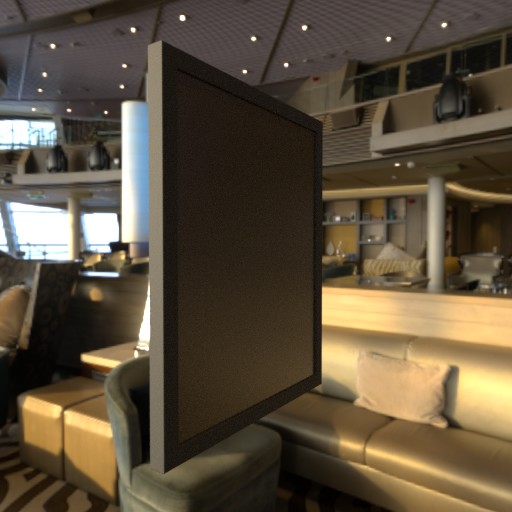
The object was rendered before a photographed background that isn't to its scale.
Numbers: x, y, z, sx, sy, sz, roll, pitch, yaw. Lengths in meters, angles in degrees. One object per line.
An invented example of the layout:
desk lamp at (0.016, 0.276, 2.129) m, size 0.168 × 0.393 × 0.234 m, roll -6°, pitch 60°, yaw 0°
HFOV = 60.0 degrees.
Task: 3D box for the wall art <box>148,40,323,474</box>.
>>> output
wall art at (0.000, 0.000, 0.763) m, size 0.028 × 0.558 × 0.457 m, roll 1°, pitch 2°, yaw 35°
